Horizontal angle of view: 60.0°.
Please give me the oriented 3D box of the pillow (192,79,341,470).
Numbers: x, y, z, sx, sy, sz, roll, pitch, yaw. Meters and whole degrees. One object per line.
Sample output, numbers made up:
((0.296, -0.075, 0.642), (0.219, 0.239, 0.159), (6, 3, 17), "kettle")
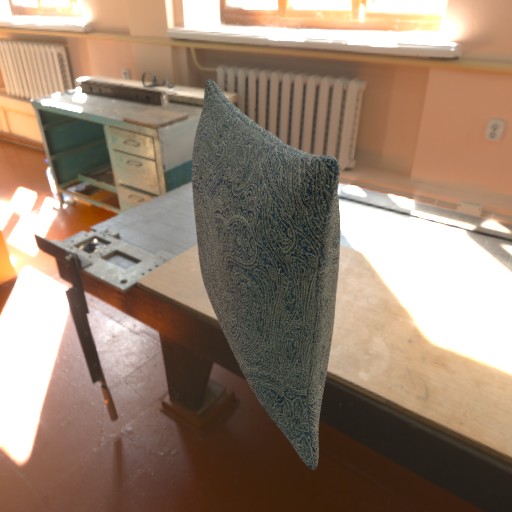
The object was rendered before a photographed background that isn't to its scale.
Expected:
((0.000, 0.000, 0.782), (0.166, 0.510, 0.523), (-10, 32, -17), "pillow")
